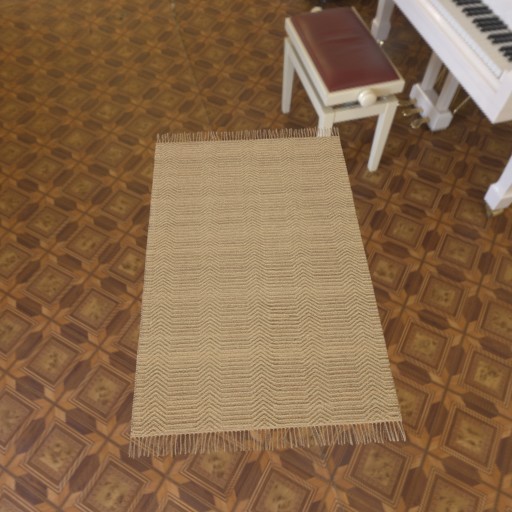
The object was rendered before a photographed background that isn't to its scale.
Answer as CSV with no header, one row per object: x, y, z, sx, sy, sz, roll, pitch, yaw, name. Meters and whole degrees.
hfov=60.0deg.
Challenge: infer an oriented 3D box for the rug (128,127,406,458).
0.000,0.000,2.468,1.224,0.027,2.021,-3,58,-2,rug
